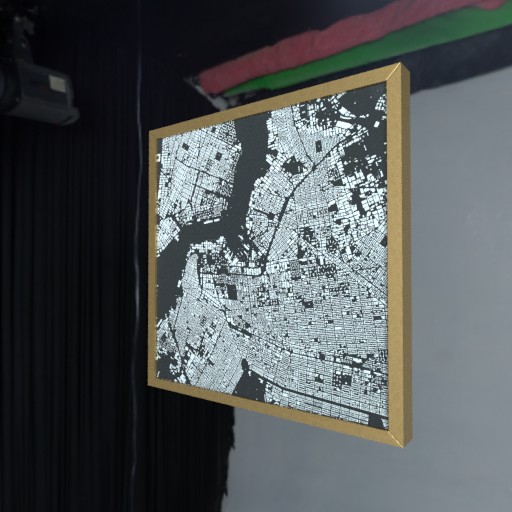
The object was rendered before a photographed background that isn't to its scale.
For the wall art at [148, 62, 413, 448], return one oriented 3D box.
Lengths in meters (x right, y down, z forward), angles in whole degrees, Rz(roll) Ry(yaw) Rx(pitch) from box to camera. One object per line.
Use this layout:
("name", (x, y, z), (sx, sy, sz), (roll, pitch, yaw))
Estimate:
("wall art", (0.000, 0.000, 1.897), (1.284, 1.284, 0.095), (-1, -1, 37))
